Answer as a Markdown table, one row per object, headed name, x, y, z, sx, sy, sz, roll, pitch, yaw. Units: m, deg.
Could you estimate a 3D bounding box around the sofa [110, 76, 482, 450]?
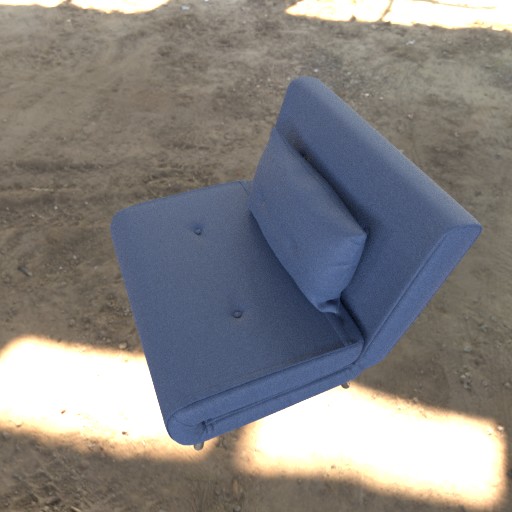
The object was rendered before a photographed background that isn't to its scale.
| name | x | y | z | sx | sy | sz | roll | pitch | yaw |
| --- | --- | --- | --- | --- | --- | --- | --- | --- | --- |
| sofa | 0.000 | 0.000 | 1.703 | 0.996 | 0.860 | 0.999 | -17 | 49 | -15 |
